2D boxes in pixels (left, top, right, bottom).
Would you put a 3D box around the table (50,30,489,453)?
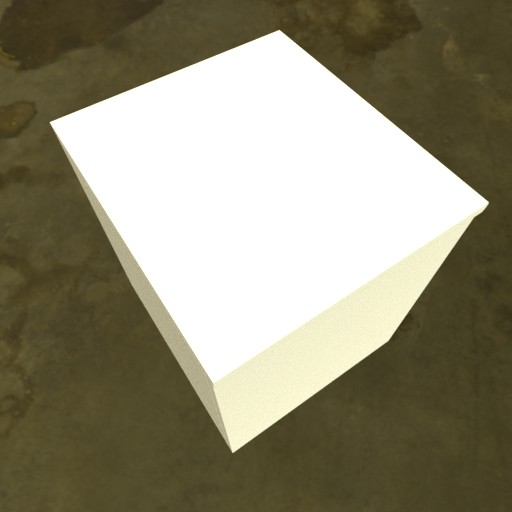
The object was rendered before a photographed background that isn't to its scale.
[{"bbox_3d":[0.000,0.000,0.751,0.380,0.460,0.420,-30,63,-17],"label":"table"}]
